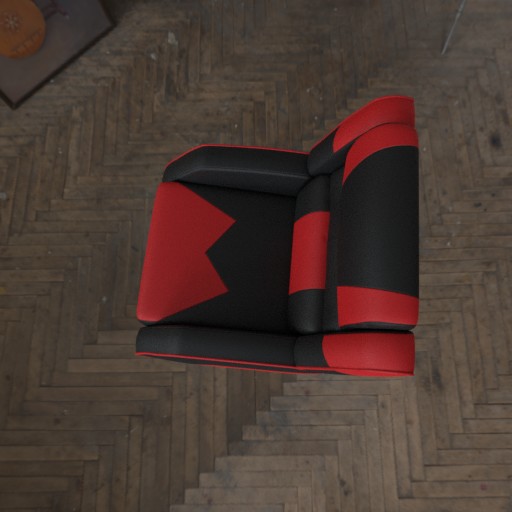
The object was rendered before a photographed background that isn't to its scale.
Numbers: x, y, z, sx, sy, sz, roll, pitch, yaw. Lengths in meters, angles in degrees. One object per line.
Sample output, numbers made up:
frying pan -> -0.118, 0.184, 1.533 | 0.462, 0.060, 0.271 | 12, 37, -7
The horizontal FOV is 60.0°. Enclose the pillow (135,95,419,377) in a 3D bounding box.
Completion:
pillow -> 0.000, 0.000, 1.268 | 0.672, 0.805, 0.620 | 5, 75, 1
